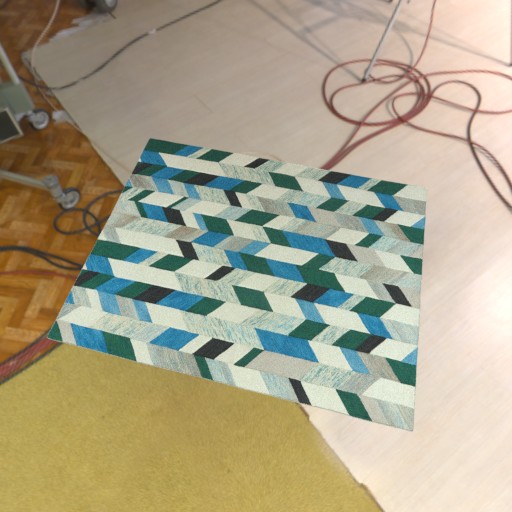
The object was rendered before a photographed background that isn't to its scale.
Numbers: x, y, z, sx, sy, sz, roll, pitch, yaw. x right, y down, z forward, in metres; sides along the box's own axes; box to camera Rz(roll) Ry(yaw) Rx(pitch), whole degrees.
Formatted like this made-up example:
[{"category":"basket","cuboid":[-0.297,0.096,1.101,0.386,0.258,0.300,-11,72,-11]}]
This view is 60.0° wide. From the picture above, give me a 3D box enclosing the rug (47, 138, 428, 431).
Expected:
[{"category":"rug","cuboid":[0.000,0.000,4.131,3.036,0.008,2.440,12,59,7]}]
